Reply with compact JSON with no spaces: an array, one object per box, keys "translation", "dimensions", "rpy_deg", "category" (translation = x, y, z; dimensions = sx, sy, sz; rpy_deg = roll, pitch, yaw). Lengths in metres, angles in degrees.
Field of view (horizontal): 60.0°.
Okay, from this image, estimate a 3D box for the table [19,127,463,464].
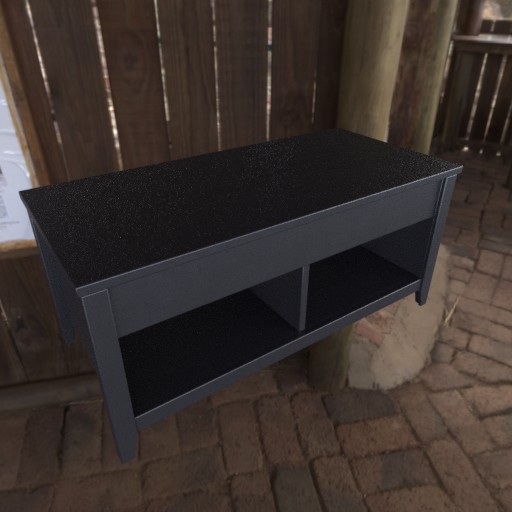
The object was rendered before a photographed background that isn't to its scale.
[{"translation":[0.000,0.000,1.227],"dimensions":[1.016,0.457,0.483],"rpy_deg":[-19,36,-29],"category":"table"}]
